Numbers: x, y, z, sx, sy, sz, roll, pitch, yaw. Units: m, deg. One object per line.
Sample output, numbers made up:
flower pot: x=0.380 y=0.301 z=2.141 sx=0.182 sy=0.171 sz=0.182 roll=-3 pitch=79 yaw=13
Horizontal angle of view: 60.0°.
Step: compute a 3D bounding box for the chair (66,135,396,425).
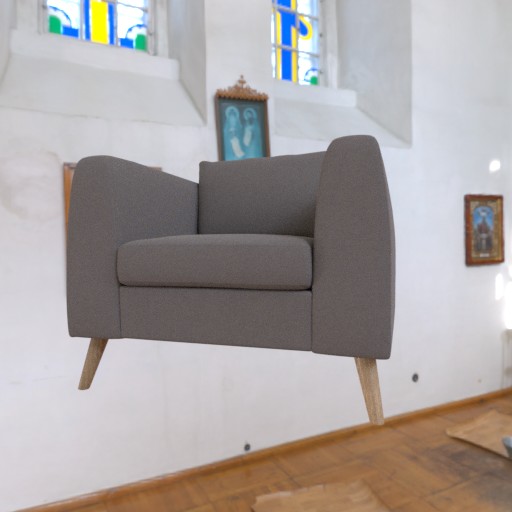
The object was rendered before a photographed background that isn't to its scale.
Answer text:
chair: x=0.000 y=0.000 z=1.671 sx=1.000 sy=0.860 sz=0.930 roll=0 pitch=1 yaw=18
